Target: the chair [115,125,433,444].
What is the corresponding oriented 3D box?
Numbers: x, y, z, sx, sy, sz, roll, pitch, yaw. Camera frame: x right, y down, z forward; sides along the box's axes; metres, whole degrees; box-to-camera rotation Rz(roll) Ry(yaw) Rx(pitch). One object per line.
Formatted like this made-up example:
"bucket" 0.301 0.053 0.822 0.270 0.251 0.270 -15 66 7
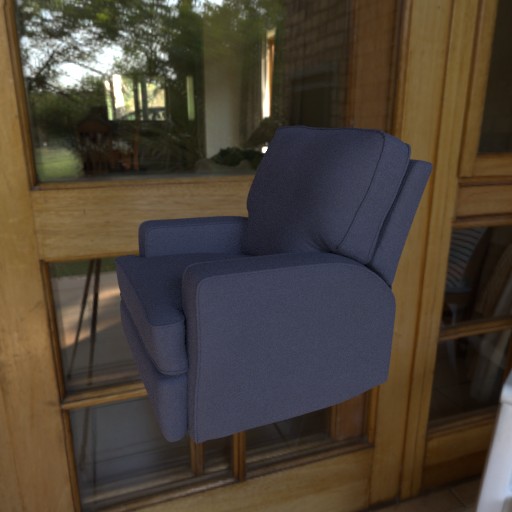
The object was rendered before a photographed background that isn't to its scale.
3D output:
"chair" 0.000 0.000 1.695 0.964 0.962 0.861 -7 17 -24
